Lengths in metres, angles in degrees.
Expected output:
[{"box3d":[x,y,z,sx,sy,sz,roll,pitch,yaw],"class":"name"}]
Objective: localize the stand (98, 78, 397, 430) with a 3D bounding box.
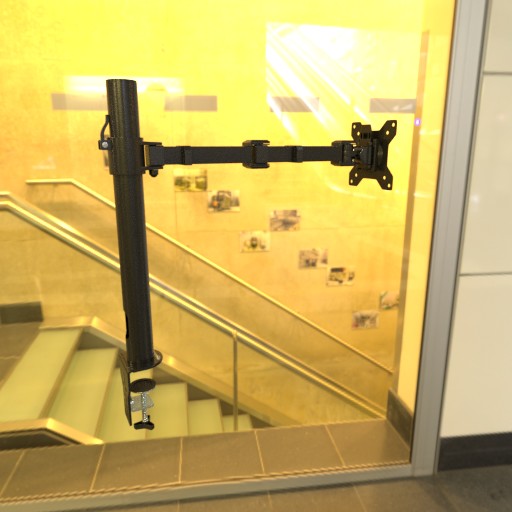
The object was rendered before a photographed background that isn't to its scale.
[{"box3d":[0.000,0.000,0.718,0.456,0.510,0.115,-7,16,-26],"class":"stand"}]
